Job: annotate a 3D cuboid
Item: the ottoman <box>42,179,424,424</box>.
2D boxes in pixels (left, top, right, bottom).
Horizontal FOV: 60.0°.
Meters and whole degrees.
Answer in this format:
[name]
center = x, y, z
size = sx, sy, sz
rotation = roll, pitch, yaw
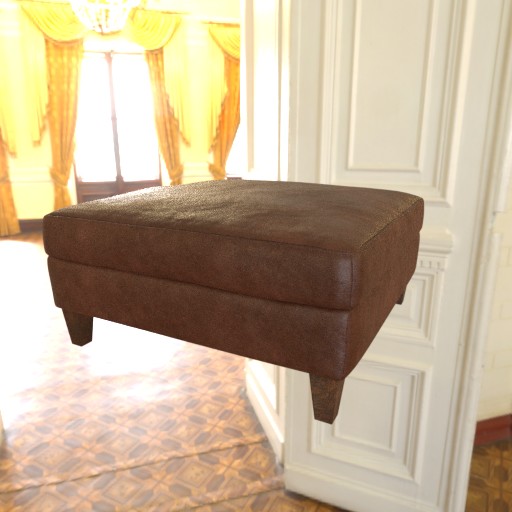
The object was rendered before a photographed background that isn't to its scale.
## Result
[ottoman]
center = 0.000, 0.000, 1.317
size = 0.836, 0.415, 0.844
rotation = 8, 18, 27
